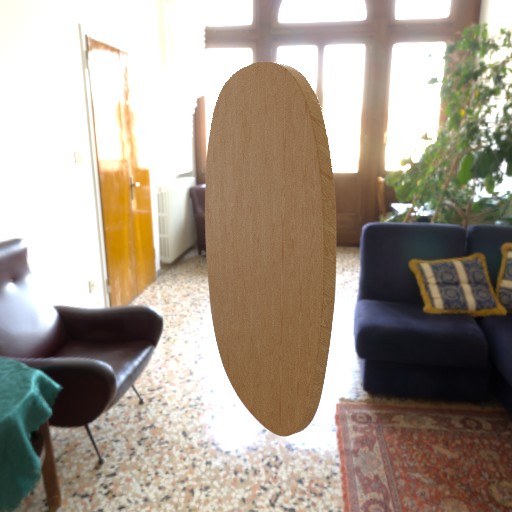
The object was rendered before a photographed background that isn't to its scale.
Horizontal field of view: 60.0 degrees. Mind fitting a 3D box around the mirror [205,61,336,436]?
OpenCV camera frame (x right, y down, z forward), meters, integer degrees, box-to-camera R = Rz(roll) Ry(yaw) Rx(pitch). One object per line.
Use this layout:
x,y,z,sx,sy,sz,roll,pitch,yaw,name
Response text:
0.000,0.000,1.337,0.037,1.075,0.724,-8,16,-27,mirror
